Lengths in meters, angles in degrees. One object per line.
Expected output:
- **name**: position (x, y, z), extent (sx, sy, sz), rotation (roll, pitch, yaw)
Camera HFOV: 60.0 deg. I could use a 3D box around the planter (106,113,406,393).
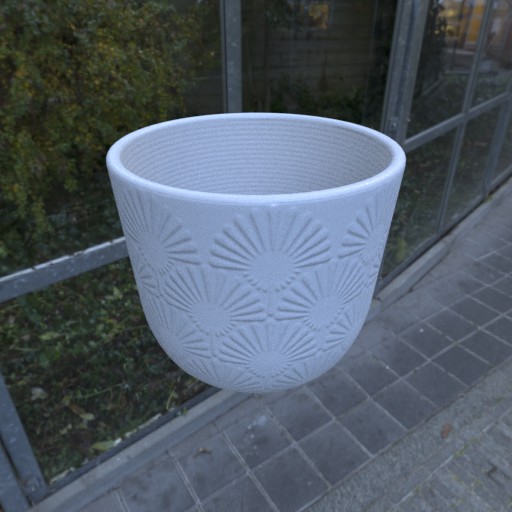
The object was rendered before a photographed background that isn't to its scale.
- **planter**: position (0.000, 0.000, 0.298), extent (0.170, 0.152, 0.170), rotation (0, 30, 0)
